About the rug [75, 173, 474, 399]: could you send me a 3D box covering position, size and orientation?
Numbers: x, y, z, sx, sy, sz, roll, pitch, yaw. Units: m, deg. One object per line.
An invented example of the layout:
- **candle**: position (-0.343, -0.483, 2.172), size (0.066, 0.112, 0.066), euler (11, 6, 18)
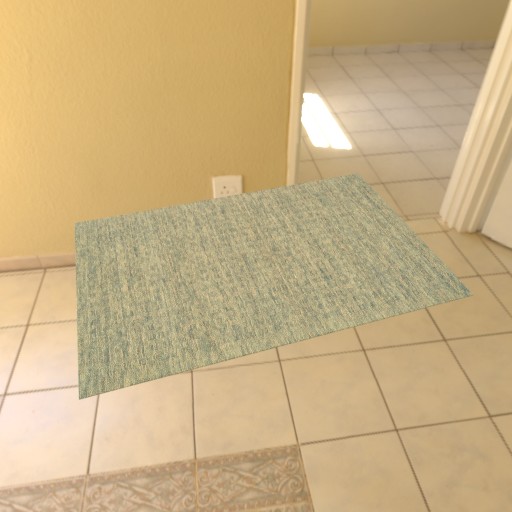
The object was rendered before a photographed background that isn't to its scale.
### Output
- **rug**: position (0.000, 0.000, 2.262), size (1.752, 0.006, 1.142), euler (-12, 43, -13)
